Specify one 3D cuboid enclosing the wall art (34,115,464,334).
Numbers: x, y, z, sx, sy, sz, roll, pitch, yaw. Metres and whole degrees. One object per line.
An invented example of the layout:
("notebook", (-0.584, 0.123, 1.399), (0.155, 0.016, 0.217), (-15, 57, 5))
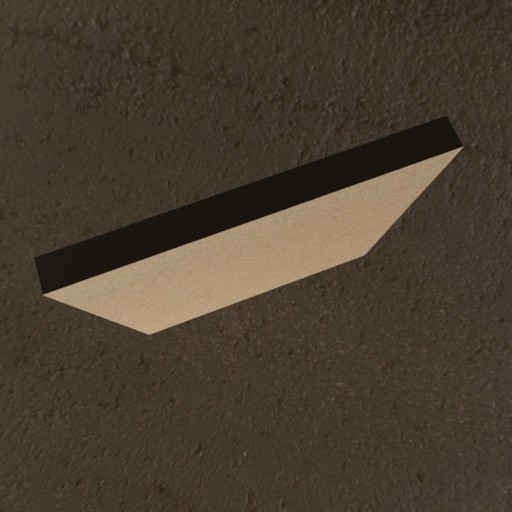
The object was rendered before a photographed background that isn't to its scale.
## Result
("wall art", (0.000, 0.000, 0.480), (0.327, 0.318, 0.029), (-20, 76, -5))
